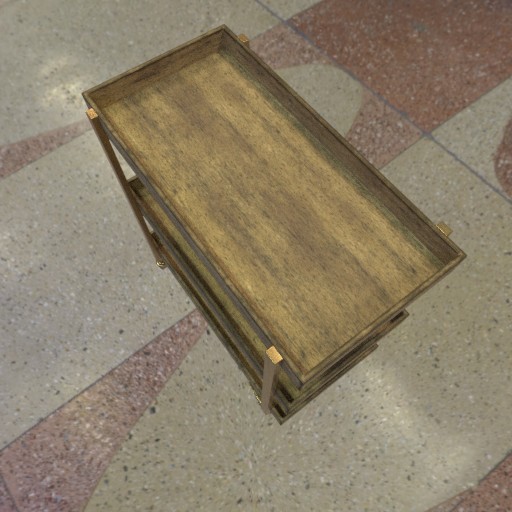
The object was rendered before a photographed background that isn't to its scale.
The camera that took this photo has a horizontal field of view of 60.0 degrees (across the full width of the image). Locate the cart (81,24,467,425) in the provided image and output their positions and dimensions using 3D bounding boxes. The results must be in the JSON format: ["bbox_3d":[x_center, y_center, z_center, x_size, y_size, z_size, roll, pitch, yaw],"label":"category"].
[{"bbox_3d":[0.000,0.000,1.218,0.416,0.799,0.750,-34,69,-15],"label":"cart"}]
